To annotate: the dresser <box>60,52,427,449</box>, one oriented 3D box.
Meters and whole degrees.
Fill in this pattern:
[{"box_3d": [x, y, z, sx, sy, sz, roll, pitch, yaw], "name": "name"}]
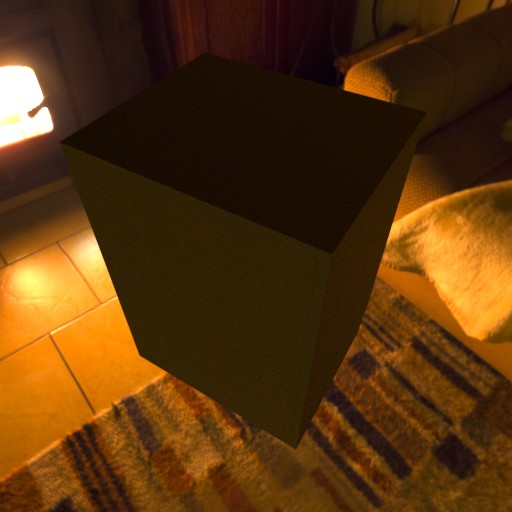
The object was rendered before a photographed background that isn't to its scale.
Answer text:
[{"box_3d": [0.000, 0.000, 0.835, 0.400, 0.560, 0.360, 24, 52, 21], "name": "dresser"}]
